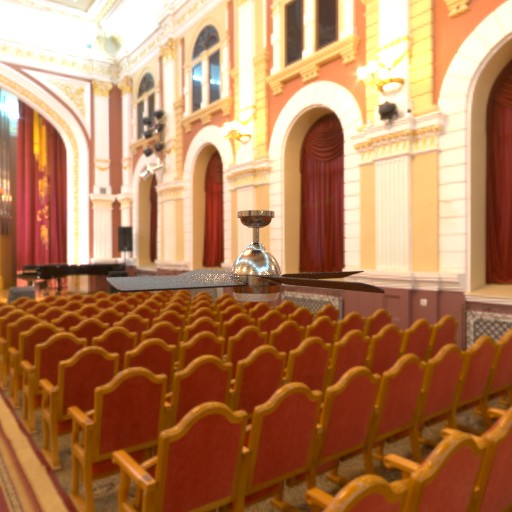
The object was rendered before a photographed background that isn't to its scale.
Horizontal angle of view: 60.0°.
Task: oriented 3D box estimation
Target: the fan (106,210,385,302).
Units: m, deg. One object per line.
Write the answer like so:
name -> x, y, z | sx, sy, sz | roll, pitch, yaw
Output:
fan -> 0.000, 0.000, 2.023 | 1.332, 0.403, 1.332 | 0, 1, -36
